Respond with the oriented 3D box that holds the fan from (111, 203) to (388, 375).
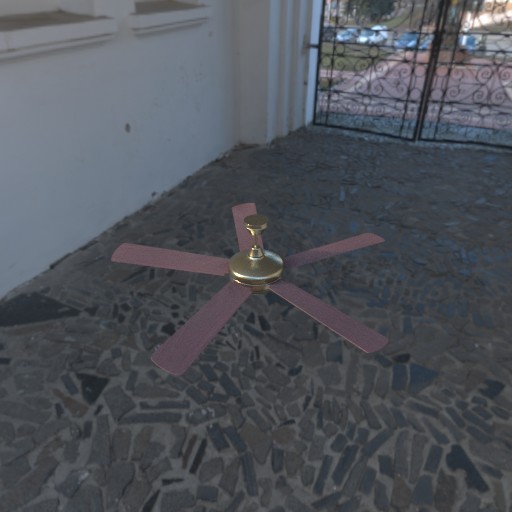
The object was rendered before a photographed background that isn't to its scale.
[{"bbox_3d":[0.000,0.000,1.961,1.321,0.356,1.321,23,39,32],"label":"fan"}]
